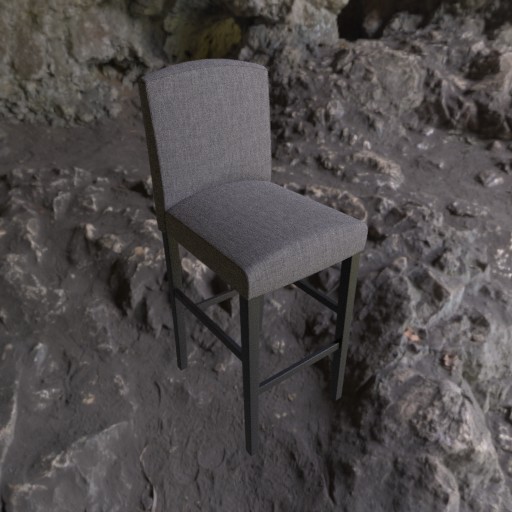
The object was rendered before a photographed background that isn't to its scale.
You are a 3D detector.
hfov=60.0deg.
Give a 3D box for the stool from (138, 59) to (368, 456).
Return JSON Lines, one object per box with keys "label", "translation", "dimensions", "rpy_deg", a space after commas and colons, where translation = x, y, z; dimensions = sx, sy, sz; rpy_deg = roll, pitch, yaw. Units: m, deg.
{"label": "stool", "translation": [0.000, 0.000, 1.447], "dimensions": [0.451, 1.138, 0.552], "rpy_deg": [-21, 36, -31]}
